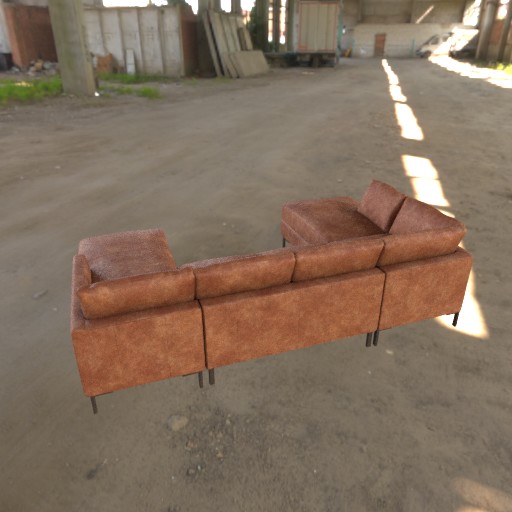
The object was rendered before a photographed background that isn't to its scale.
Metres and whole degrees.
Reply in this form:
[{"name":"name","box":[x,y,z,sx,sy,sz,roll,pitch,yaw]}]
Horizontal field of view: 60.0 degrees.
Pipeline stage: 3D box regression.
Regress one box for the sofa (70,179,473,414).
[{"name":"sofa","box":[0.000,0.000,3.864,2.956,0.900,1.939,-9,28,-17]}]
